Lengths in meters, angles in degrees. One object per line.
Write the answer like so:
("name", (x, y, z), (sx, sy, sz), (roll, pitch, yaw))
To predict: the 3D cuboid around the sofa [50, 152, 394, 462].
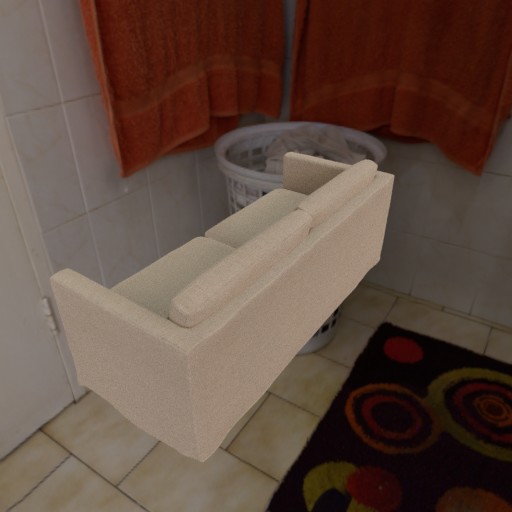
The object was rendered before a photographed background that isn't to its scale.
("sofa", (0.000, 0.000, 2.889), (0.962, 0.853, 2.312), (20, 37, 29))
